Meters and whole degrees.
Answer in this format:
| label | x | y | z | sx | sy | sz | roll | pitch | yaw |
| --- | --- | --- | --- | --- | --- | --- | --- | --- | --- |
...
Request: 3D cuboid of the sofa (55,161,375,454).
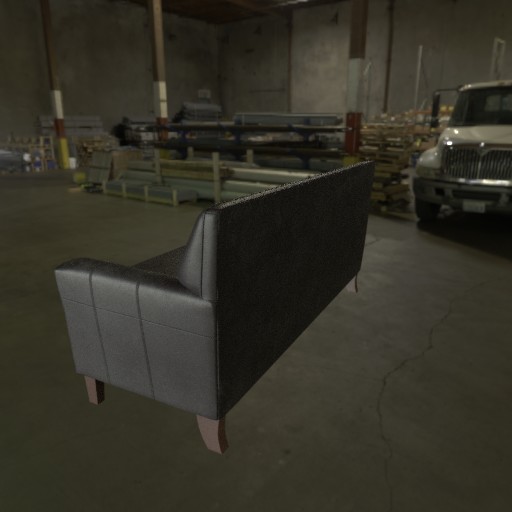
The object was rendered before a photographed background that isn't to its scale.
| label | x | y | z | sx | sy | sz | roll | pitch | yaw |
| --- | --- | --- | --- | --- | --- | --- | --- | --- | --- |
| sofa | 0.000 | 0.000 | 2.495 | 0.805 | 0.947 | 2.053 | 8 | 19 | 26 |
